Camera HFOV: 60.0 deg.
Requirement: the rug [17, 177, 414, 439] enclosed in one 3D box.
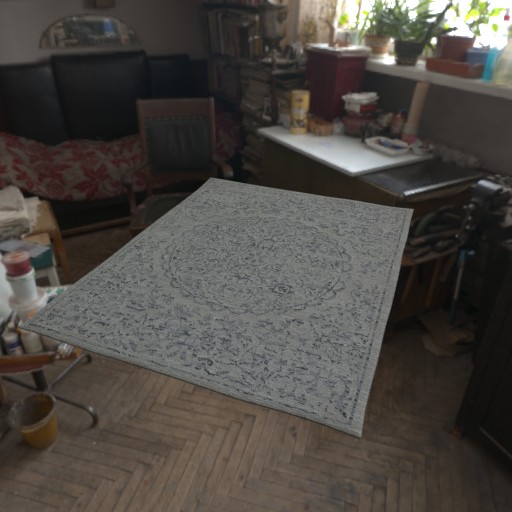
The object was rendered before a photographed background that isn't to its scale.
[{"bbox_3d":[0.000,0.000,3.805,2.343,0.026,2.925,12,34,19],"label":"rug"}]
